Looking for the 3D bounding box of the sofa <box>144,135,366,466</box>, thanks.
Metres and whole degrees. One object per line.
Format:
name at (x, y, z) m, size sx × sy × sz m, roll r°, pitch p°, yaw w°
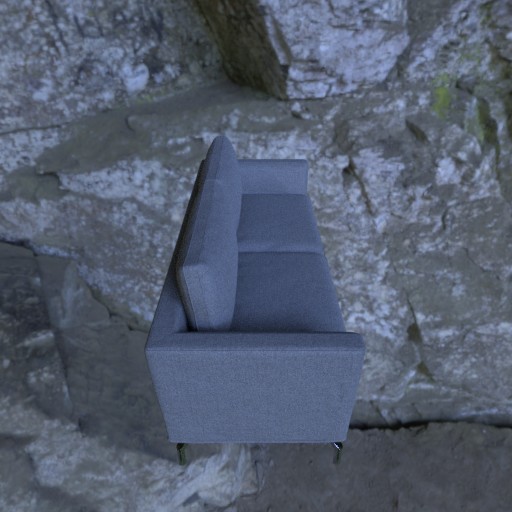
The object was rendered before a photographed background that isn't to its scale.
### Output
sofa at (0.000, 0.000, 2.737) m, size 0.869 × 1.002 × 2.212 m, roll 0°, pitch 31°, yaw 0°
